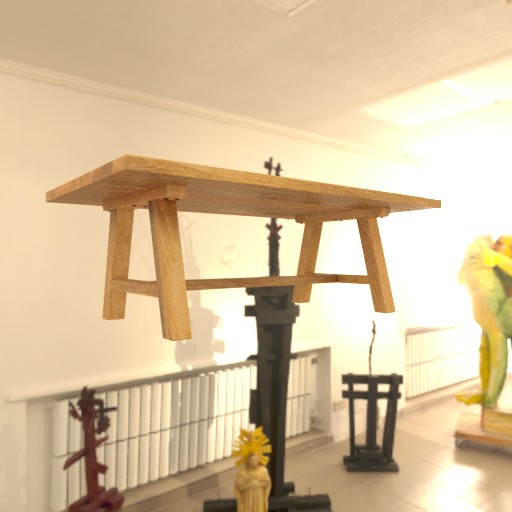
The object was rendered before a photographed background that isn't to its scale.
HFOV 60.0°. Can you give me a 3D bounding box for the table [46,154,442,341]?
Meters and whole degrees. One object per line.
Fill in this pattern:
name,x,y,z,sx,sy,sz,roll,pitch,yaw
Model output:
table,0.000,0.000,1.693,1.320,0.455,0.760,0,0,-38
